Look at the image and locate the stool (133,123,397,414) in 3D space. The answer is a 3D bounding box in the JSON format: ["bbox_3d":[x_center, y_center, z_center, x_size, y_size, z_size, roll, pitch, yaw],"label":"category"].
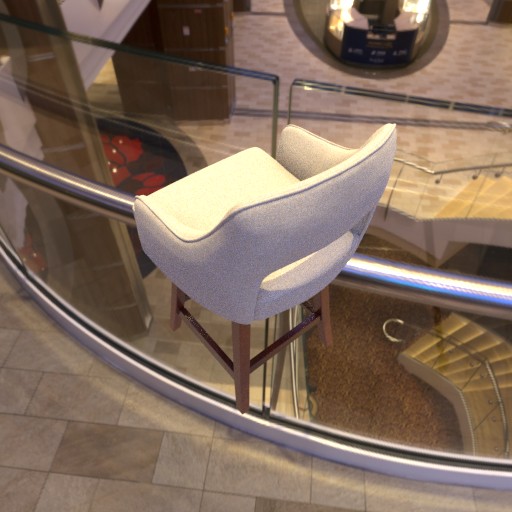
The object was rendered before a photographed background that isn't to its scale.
[{"bbox_3d":[0.000,0.000,1.290,0.550,0.936,0.560,-31,55,-25],"label":"stool"}]
